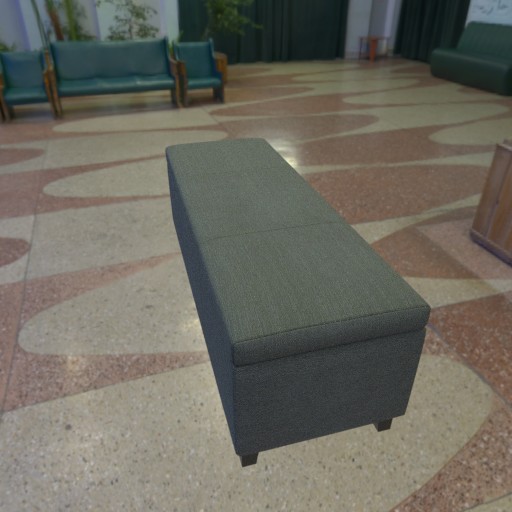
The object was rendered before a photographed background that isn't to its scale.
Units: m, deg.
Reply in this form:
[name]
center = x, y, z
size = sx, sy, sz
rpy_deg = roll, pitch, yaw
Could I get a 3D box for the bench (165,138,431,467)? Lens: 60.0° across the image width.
[bench]
center = 0.000, 0.000, 1.498
size = 0.446, 0.438, 1.269
rpy_deg = -8, 33, -13
